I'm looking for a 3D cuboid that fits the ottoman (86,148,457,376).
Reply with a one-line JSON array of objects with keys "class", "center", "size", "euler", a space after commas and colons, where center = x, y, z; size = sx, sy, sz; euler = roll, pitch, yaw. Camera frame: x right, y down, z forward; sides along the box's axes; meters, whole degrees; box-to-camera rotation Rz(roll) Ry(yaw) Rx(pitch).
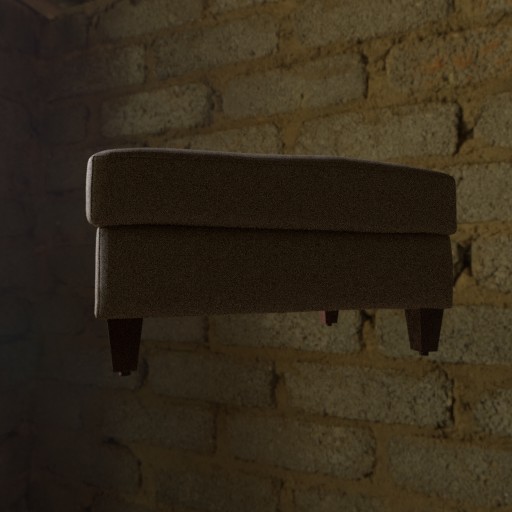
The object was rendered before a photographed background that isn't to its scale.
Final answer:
[{"class": "ottoman", "center": [0.000, 0.000, 1.303], "size": [0.889, 0.511, 0.692], "euler": [0, -1, -16]}]
